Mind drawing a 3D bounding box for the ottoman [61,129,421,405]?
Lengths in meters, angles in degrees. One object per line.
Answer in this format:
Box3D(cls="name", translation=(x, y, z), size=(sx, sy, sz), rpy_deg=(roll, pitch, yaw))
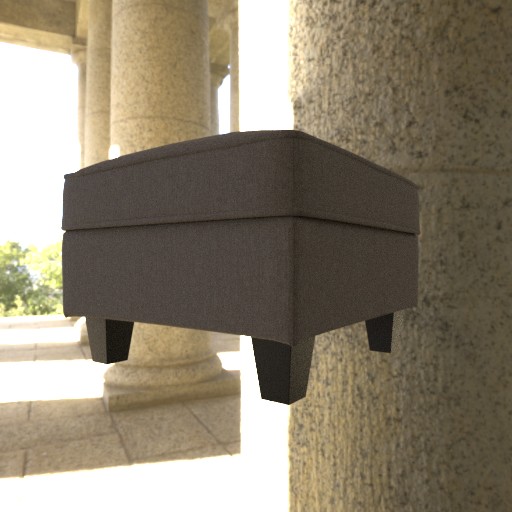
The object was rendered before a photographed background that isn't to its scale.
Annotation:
Box3D(cls="ottoman", translation=(0.000, 0.000, 1.375), size=(0.808, 0.612, 0.871), rpy_deg=(0, -1, 36))
